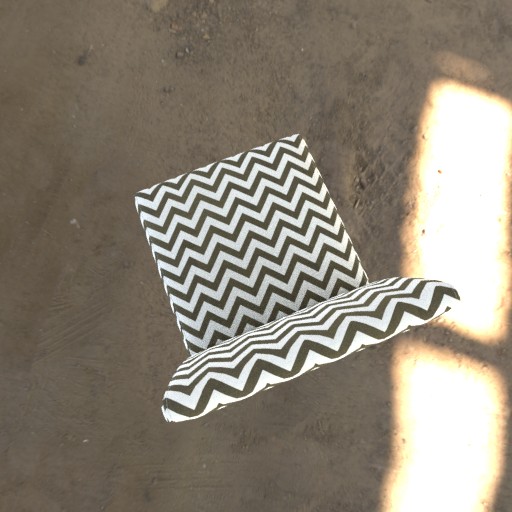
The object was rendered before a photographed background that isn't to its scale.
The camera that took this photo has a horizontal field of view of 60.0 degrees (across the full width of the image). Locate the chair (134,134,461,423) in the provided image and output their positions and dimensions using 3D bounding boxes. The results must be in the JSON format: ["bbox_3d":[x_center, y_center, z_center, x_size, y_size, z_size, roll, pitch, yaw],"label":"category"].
[{"bbox_3d":[0.000,0.000,1.268,0.589,0.838,0.648,-21,78,-5],"label":"chair"}]
